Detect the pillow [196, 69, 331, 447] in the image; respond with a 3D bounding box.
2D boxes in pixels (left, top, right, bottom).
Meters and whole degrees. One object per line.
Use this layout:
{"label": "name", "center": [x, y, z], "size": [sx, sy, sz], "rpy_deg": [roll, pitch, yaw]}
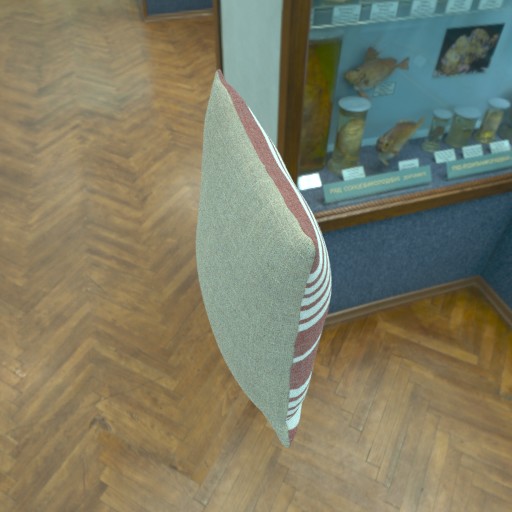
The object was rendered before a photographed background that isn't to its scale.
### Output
{"label": "pillow", "center": [0.000, 0.000, 0.694], "size": [0.182, 0.427, 0.439], "rpy_deg": [-11, 46, -11]}
